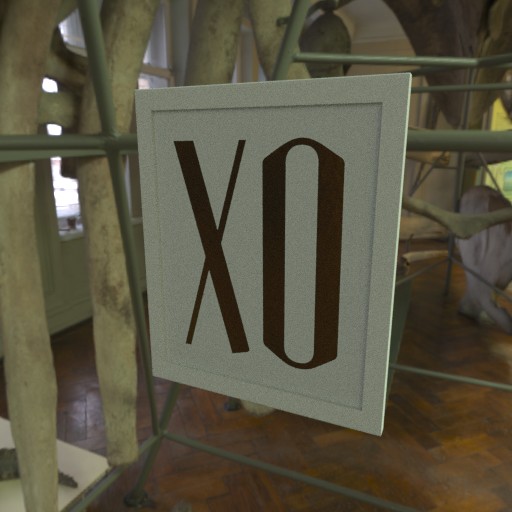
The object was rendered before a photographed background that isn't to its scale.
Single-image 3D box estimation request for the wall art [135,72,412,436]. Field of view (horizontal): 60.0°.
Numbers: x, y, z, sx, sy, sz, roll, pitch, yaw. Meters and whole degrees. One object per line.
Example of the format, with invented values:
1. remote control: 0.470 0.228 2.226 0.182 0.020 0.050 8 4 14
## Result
1. wall art: 0.000 0.000 0.732 0.444 0.536 0.020 7 16 24
